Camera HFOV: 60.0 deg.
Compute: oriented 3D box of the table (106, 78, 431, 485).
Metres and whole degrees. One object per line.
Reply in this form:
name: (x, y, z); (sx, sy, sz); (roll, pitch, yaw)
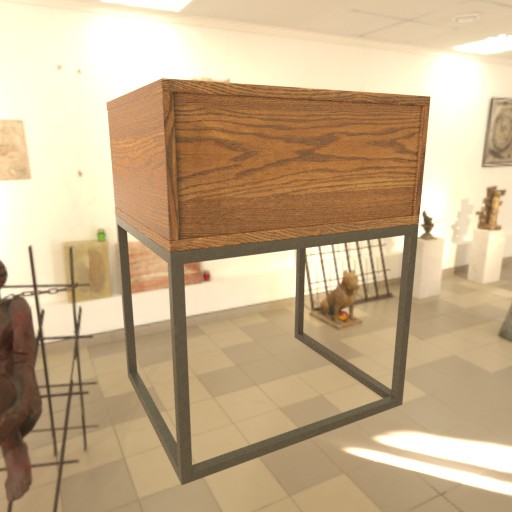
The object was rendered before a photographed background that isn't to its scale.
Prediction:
table: (0.000, 0.000, 0.913); (0.482, 0.610, 0.400); (-7, 16, -27)
